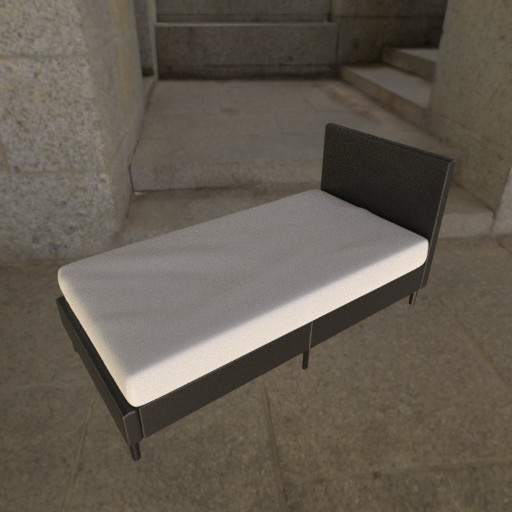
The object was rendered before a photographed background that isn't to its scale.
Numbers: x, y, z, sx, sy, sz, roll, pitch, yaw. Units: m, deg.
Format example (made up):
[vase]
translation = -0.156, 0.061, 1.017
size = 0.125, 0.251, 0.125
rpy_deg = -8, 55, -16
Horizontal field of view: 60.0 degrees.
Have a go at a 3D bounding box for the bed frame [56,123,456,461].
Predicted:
[bed frame]
translation = 0.000, 0.000, 2.484
size = 2.152, 1.046, 1.038
rpy_deg = -20, 37, -30
